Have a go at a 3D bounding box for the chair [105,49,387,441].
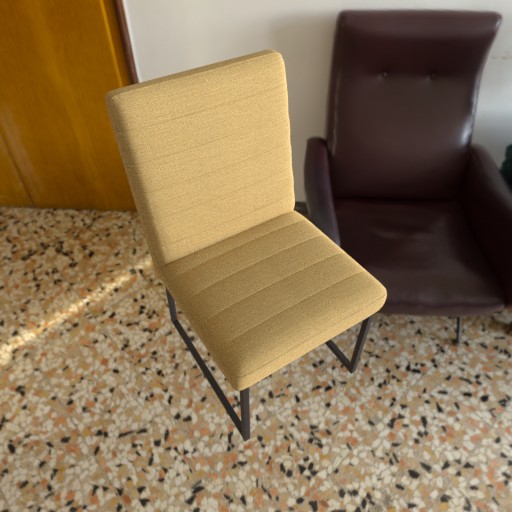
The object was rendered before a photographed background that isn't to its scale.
[{"bbox_3d":[0.000,0.000,1.334,0.520,0.930,0.634,-25,51,-22],"label":"chair"}]
